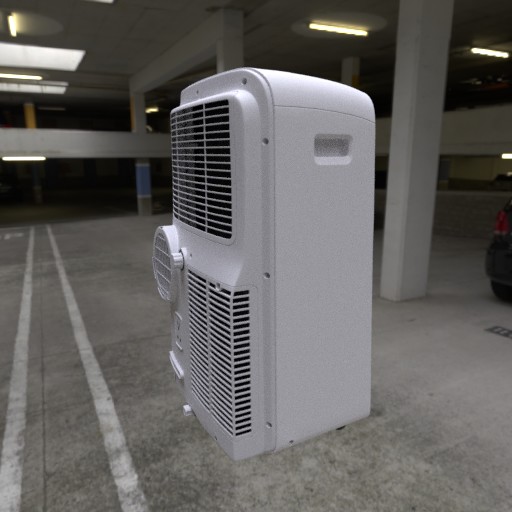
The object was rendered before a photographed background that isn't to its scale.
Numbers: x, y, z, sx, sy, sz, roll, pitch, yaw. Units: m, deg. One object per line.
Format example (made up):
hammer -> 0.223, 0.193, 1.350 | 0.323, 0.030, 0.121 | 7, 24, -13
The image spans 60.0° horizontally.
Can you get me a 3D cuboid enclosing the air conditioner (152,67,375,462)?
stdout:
air conditioner -> 0.000, 0.000, 0.960 | 0.365, 0.700, 0.454 | -6, 15, -26
